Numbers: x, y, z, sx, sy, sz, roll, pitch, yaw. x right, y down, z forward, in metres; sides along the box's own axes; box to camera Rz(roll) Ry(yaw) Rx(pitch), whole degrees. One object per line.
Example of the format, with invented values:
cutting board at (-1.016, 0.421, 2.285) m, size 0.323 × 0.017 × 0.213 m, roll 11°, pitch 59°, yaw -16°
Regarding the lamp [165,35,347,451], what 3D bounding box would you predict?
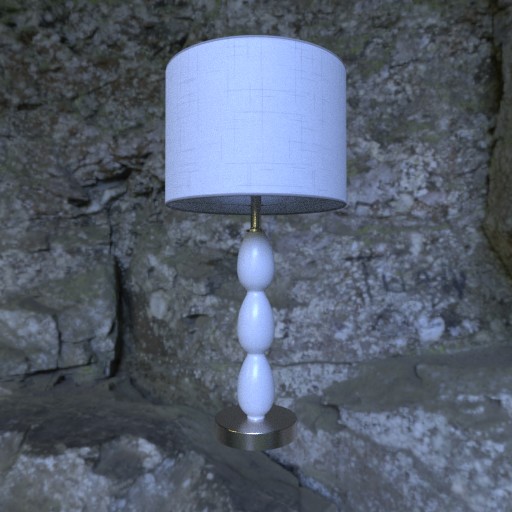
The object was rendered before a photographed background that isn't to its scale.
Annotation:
lamp at (0.000, 0.000, 0.699) m, size 0.280 × 0.559 × 0.282 m, roll 0°, pitch 0°, yaw 36°
